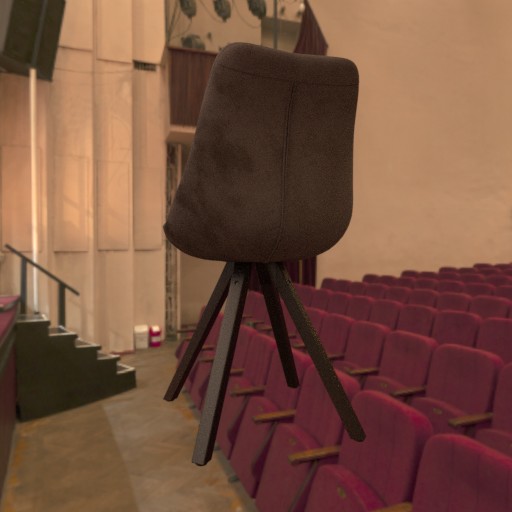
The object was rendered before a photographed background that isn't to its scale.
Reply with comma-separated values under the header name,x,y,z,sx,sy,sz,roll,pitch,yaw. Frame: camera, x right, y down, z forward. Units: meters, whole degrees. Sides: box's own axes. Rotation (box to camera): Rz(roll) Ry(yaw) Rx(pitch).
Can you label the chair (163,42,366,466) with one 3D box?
name,x,y,z,sx,sy,sz,roll,pitch,yaw
chair,0.000,0.000,1.158,0.476,0.850,0.550,0,1,-18
